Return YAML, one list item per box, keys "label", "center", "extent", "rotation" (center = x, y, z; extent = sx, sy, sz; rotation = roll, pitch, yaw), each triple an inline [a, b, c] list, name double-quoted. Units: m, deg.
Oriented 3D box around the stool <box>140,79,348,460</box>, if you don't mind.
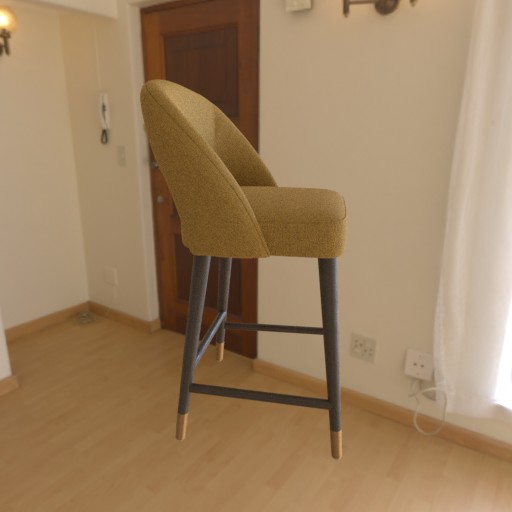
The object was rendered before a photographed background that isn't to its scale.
- label: "stool"
  center: [0.000, 0.000, 1.262]
  extent: [0.522, 0.939, 0.536]
  rotation: [3, 16, 9]
